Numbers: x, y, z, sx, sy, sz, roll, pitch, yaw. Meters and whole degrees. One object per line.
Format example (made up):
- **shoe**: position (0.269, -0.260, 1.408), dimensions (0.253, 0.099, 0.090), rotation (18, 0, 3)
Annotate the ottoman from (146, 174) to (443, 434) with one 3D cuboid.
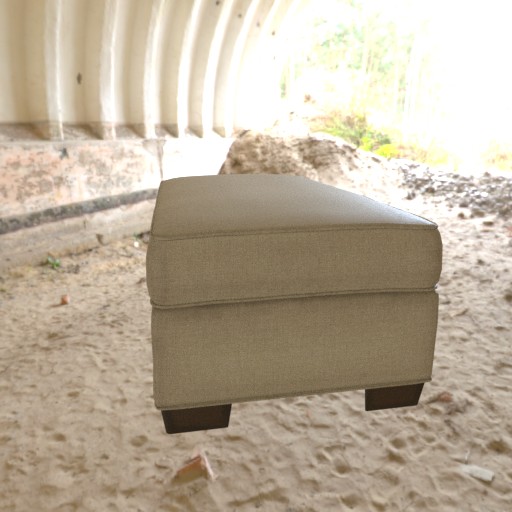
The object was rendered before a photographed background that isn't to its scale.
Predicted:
- **ottoman**: position (0.000, 0.000, 1.411), dimensions (0.617, 0.461, 1.097), rotation (-3, 16, -10)
